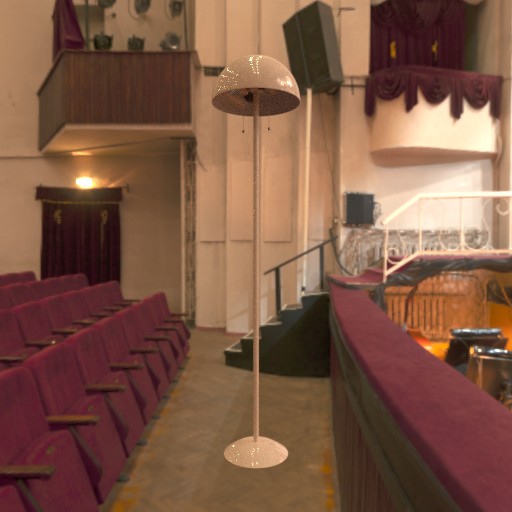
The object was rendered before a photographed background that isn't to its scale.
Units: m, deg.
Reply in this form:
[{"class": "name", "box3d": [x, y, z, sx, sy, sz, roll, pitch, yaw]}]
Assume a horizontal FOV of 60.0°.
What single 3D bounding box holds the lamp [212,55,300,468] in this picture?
[{"class": "lamp", "box3d": [0.000, 0.000, 1.655, 0.328, 1.480, 0.328, 0, 1, -1]}]
